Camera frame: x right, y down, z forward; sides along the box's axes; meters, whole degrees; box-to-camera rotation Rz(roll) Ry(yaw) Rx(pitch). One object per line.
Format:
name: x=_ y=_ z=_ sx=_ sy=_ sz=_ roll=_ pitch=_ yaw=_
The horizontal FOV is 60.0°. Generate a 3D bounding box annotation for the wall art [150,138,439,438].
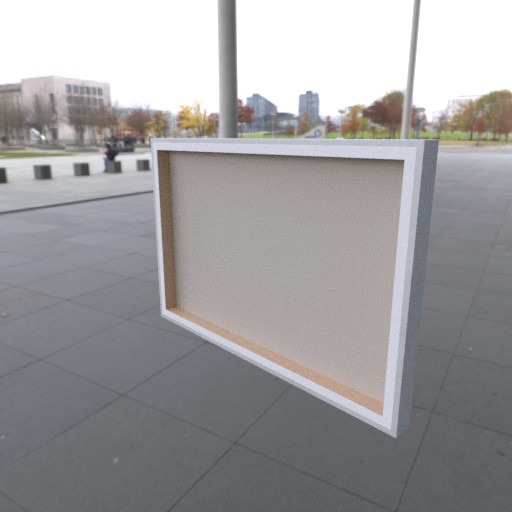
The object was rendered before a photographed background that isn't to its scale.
wall art: x=0.000 y=0.000 z=0.796 sx=0.038 sy=0.407 sz=0.609 roll=-14 pitch=21 yaw=-42
